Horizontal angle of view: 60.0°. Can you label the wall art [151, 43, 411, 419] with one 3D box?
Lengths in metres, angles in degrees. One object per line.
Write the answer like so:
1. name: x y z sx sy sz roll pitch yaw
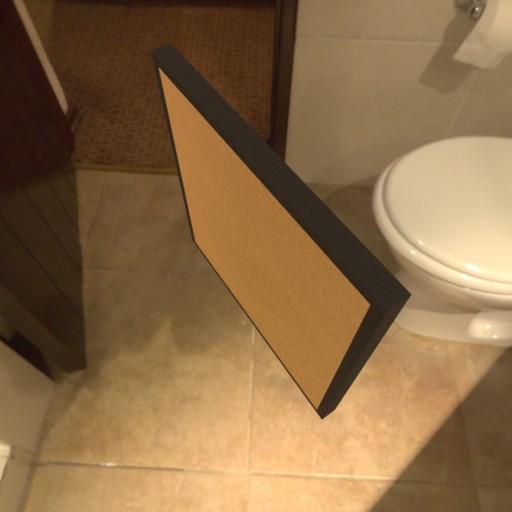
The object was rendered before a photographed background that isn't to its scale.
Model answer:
1. wall art: 0.000 0.000 0.765 0.033 0.507 0.508 -30 63 -17
